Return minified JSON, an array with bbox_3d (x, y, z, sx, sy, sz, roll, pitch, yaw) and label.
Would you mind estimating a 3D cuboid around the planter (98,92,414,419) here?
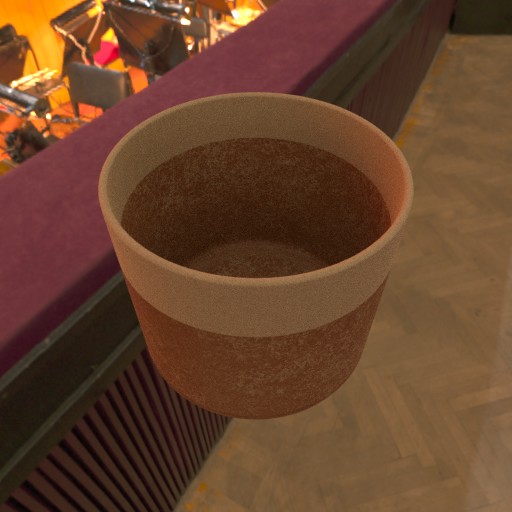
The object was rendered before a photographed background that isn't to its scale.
[{"bbox_3d":[0.000,0.000,0.278,0.159,0.138,0.159,0,47,0],"label":"planter"}]
